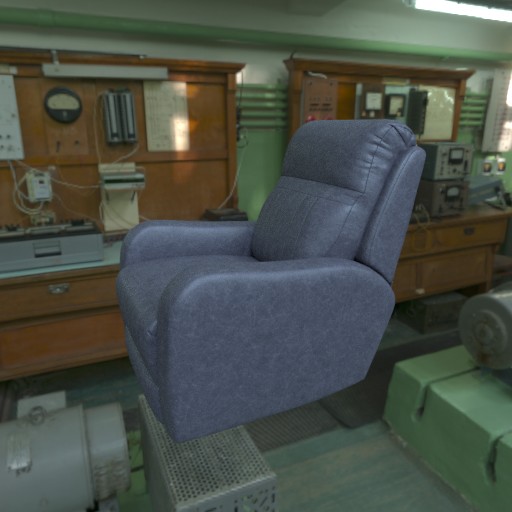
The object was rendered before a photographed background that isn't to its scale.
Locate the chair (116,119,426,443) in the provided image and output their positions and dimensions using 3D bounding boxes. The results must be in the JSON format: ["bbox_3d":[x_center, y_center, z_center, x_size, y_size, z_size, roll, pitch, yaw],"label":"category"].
[{"bbox_3d":[0.000,0.000,1.808,1.067,1.067,0.865,-8,19,-24],"label":"chair"}]
